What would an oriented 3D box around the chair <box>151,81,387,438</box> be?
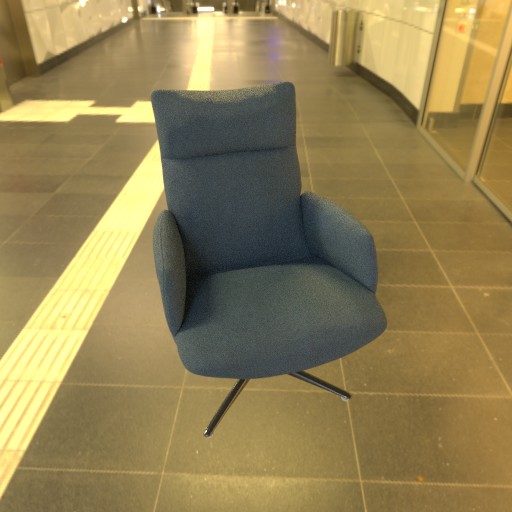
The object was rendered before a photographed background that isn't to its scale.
[{"bbox_3d":[0.000,0.000,1.582,0.711,1.016,0.889,-9,34,-15],"label":"chair"}]
